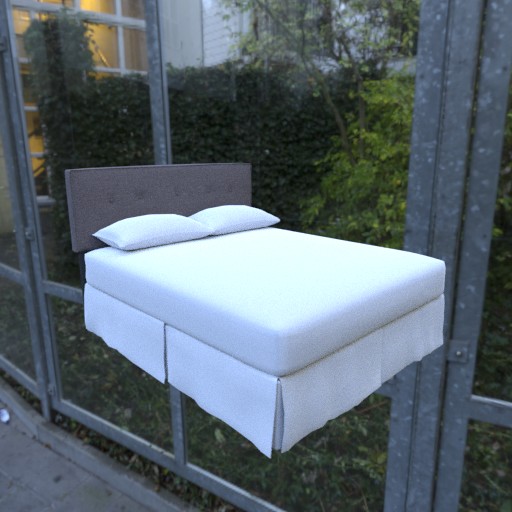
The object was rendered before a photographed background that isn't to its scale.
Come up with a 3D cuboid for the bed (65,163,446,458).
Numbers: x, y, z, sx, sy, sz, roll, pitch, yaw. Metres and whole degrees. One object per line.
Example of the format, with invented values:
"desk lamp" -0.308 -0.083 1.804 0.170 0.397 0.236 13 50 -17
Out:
"bed" 0.000 0.000 2.823 1.610 1.089 1.894 -13 19 -43
